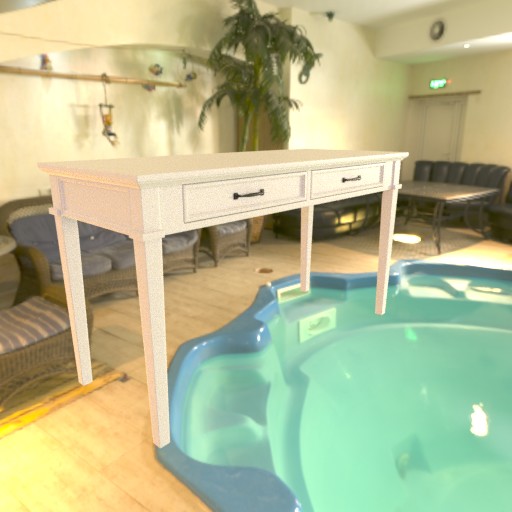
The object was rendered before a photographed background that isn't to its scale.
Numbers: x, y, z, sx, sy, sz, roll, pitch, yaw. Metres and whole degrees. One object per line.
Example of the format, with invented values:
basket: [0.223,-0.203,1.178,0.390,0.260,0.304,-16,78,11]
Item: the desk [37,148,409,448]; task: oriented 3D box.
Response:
desk: [0.000,0.000,1.766,0.559,0.774,1.372,15,22,41]
